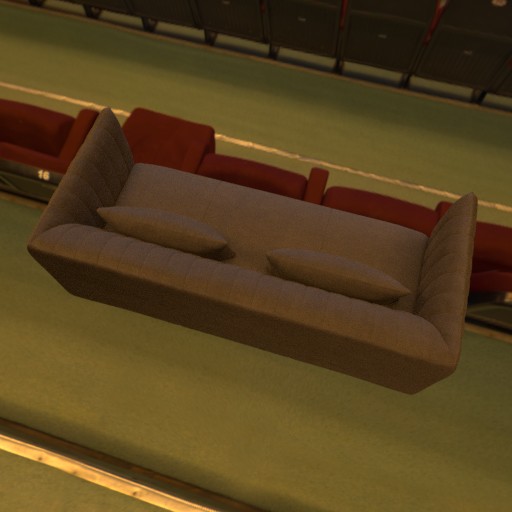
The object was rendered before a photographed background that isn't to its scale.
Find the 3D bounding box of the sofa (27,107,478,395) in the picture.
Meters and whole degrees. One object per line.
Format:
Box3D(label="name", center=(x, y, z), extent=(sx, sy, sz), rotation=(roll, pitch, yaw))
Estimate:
Box3D(label="sofa", center=(0.000, 0.000, 2.347), extent=(1.980, 0.780, 0.876), rotation=(15, 65, 7))
